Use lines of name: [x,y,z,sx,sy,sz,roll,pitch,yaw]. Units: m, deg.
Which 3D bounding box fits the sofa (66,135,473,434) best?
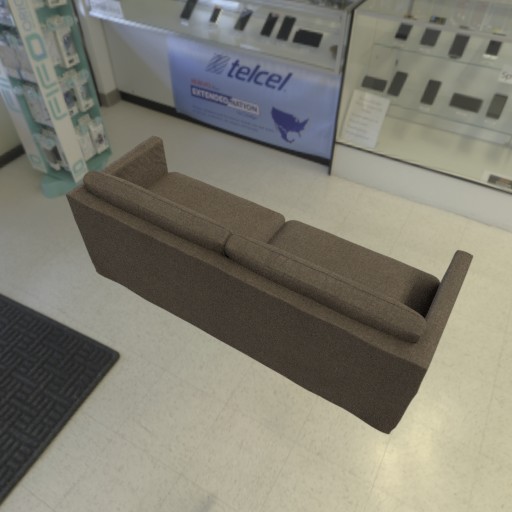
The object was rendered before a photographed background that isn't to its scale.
sofa: [0.000,0.000,3.338,2.779,0.998,1.036,24,51,22]
